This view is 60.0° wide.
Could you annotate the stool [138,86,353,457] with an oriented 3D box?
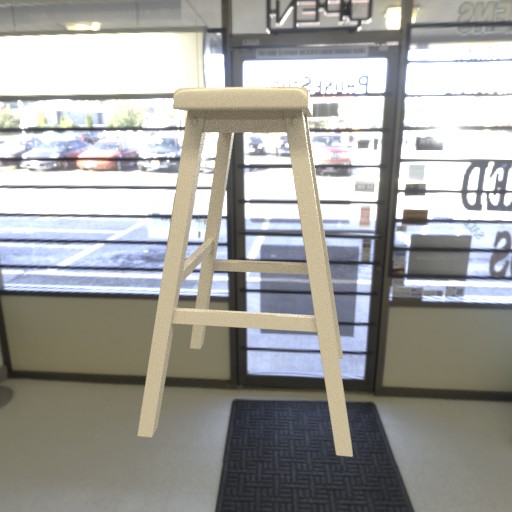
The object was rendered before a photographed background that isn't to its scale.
[{"bbox_3d":[0.000,0.000,1.085,0.476,0.737,0.457,2,16,8],"label":"stool"}]
